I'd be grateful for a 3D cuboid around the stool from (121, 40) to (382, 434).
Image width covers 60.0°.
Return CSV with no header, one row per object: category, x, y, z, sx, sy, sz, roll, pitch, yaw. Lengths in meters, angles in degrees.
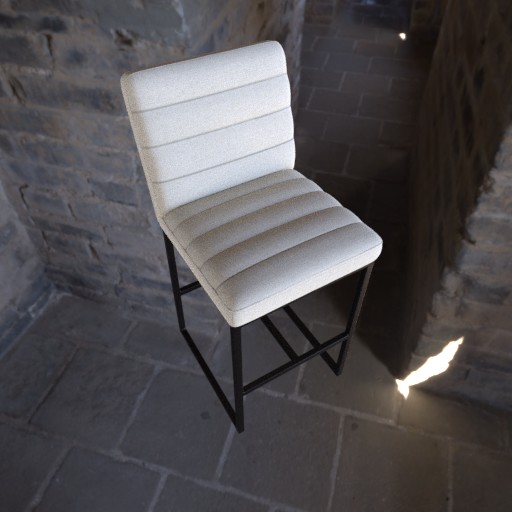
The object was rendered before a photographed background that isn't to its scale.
stool,0.000,0.000,1.352,0.460,1.040,0.560,-23,50,-21
